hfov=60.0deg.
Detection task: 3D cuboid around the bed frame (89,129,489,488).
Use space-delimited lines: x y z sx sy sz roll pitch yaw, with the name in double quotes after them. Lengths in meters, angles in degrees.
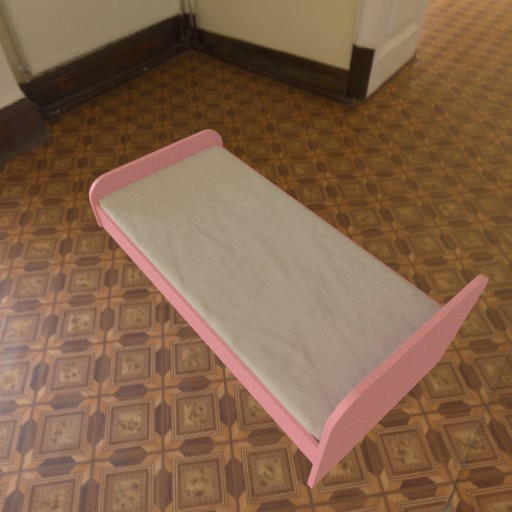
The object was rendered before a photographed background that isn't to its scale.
0.000 0.000 2.446 0.998 0.805 1.963 -32 55 -26 "bed frame"
